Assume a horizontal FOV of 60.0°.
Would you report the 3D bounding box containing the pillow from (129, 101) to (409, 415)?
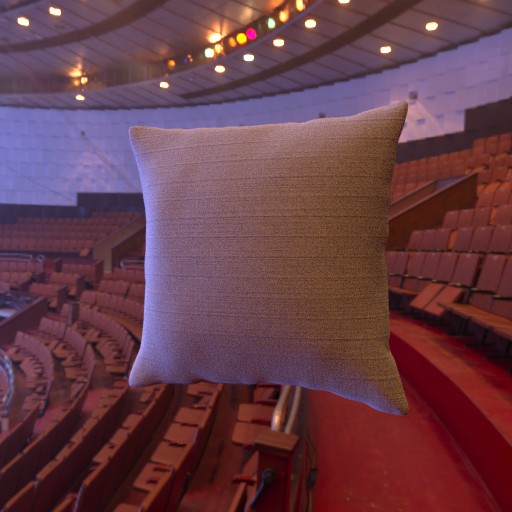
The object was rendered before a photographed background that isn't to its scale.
[{"bbox_3d":[0.000,0.000,0.720,0.470,0.464,0.175,0,1,16],"label":"pillow"}]
